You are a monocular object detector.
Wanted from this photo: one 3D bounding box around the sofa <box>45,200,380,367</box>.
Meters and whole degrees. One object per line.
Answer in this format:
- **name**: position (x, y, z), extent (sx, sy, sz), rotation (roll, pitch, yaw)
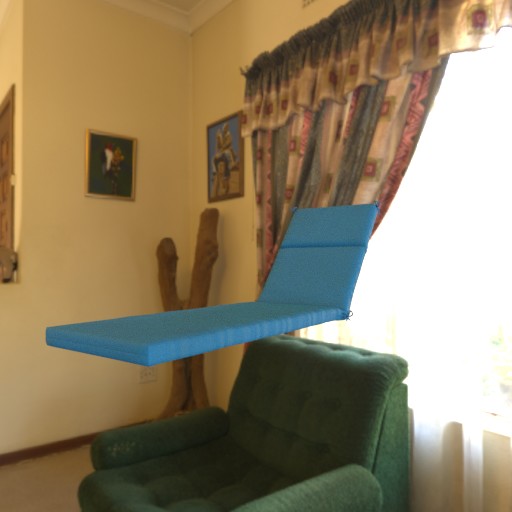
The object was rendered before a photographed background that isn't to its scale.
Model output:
- **sofa**: position (0.000, 0.000, 1.972), extent (0.582, 0.622, 1.663), rotation (0, -1, 36)
